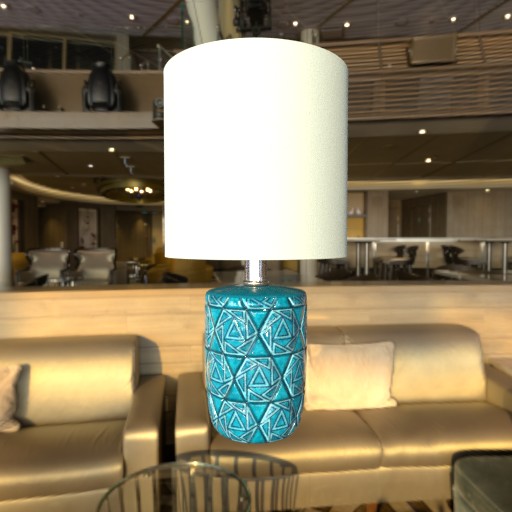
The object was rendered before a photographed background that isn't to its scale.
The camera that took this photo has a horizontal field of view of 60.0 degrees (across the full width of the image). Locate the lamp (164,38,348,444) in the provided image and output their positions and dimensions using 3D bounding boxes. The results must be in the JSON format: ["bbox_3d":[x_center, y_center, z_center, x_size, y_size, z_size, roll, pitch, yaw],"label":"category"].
[{"bbox_3d":[0.000,0.000,0.479,0.193,0.377,0.193,-1,2,-17],"label":"lamp"}]
